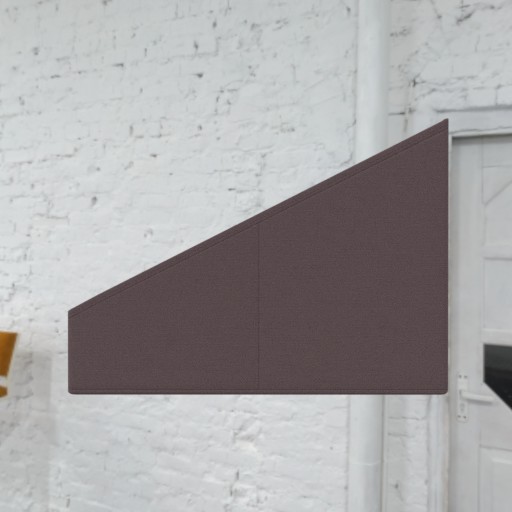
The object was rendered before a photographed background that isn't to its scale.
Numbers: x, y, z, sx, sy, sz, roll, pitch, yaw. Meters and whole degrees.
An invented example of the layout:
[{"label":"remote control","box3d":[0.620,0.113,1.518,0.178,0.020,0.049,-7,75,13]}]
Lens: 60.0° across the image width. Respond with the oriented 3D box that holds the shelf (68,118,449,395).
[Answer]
[{"label":"shelf","box3d":[0.000,0.000,0.477,0.292,0.210,0.292,0,0,0]}]
